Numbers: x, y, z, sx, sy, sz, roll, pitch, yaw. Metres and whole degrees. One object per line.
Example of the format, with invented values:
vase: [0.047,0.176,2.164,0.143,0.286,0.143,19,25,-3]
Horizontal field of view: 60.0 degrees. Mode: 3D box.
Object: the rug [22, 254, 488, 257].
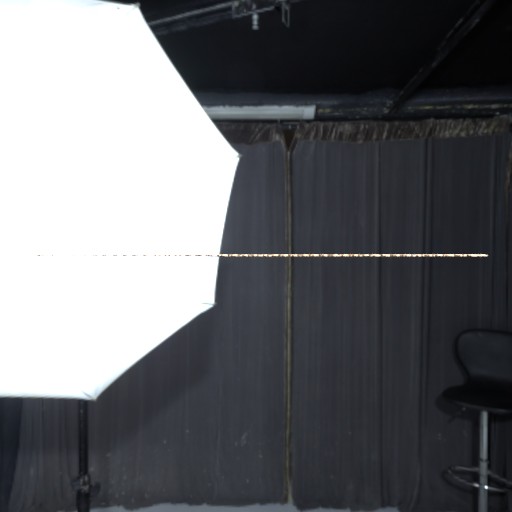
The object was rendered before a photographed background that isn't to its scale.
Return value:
rug: [0.000,0.000,2.322,1.828,0.008,1.219,0,0,1]
